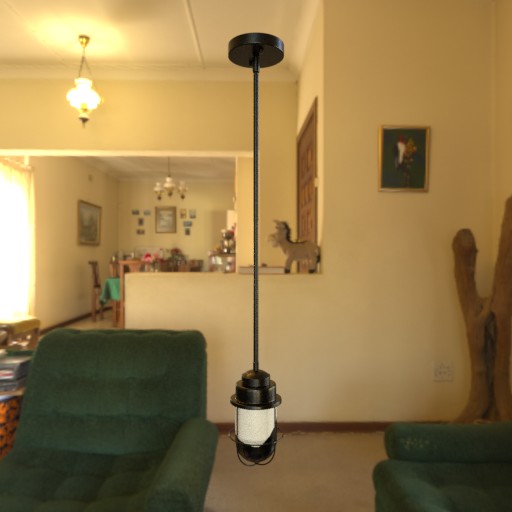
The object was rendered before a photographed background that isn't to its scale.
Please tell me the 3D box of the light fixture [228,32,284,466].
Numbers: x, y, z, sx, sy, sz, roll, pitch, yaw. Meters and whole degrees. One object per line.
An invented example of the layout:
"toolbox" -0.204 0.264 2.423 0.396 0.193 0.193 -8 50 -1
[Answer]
"light fixture" 0.000 0.000 0.975 0.123 0.920 0.123 0 0 -18
